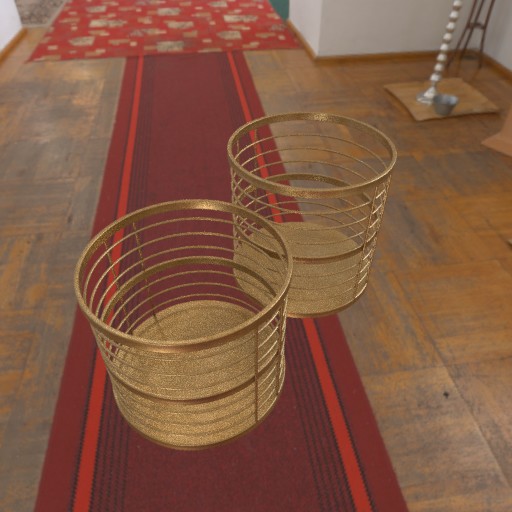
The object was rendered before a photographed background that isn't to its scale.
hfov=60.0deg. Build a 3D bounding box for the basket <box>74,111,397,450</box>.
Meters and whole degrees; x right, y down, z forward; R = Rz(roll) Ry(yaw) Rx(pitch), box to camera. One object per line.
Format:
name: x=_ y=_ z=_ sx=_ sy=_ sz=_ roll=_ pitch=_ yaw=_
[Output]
basket: x=0.000 y=0.000 z=0.937 sx=0.356 sy=0.351 sz=0.746 roll=26 pitch=47 yaw=27
